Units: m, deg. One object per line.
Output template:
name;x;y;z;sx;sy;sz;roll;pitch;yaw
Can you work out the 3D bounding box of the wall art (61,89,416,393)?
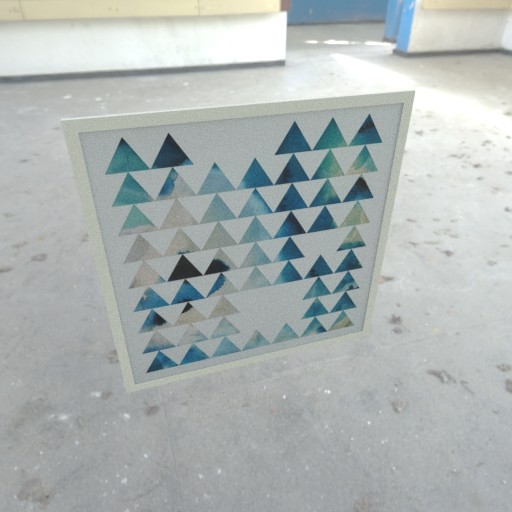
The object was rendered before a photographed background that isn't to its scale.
wall art;0.000;0.000;1.202;0.809;0.809;0.012;-10;35;-15
